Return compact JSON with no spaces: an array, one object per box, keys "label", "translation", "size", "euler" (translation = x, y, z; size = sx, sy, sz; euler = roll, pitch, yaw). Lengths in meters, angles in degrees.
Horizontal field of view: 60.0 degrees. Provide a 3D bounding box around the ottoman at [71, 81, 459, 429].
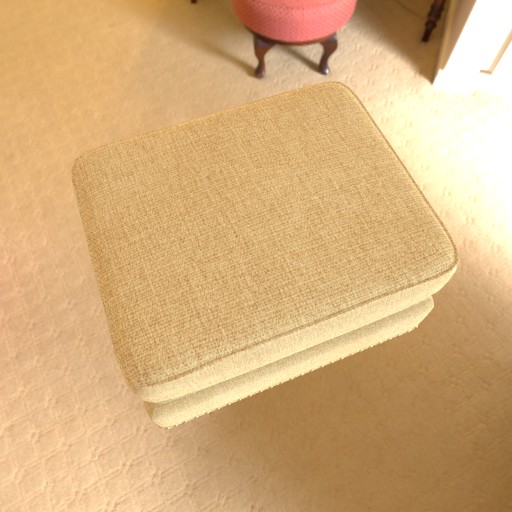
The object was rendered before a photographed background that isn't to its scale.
[{"label":"ottoman","translation":[0.000,0.000,1.128],"size":[0.738,0.537,0.589],"euler":[-19,65,-9]}]
